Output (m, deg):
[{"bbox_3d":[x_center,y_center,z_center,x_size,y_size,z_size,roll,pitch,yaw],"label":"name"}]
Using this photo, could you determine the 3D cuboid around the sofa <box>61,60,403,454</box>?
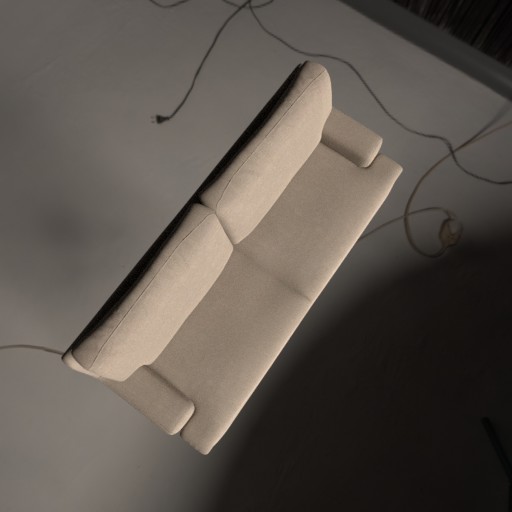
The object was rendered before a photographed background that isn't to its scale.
[{"bbox_3d":[0.000,0.000,2.871,0.962,0.980,2.354,35,78,9],"label":"sofa"}]
